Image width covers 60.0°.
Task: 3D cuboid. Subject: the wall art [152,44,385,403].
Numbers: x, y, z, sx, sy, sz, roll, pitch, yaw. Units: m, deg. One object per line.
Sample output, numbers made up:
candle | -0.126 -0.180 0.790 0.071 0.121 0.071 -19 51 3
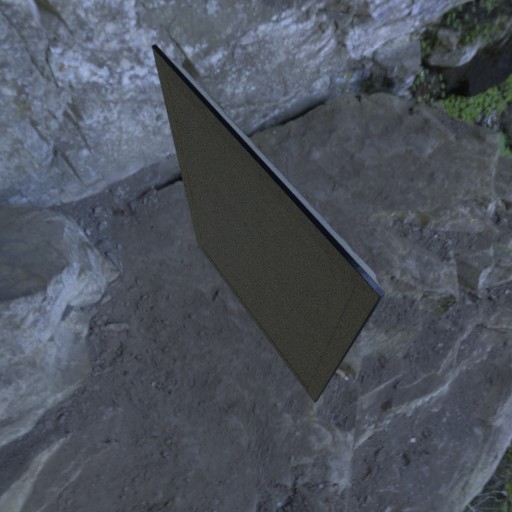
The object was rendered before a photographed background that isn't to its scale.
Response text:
wall art | 0.000 0.000 0.635 0.023 0.457 0.381 -32 66 -16
